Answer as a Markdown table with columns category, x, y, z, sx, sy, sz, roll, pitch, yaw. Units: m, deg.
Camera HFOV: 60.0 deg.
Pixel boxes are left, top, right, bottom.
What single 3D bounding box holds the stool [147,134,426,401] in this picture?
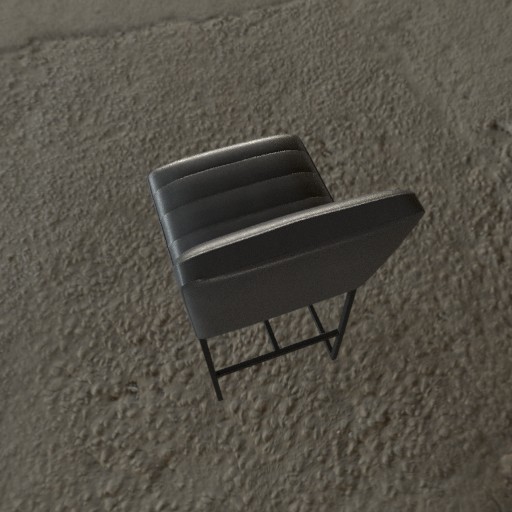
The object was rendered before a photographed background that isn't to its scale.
| category | x | y | z | sx | sy | sz | roll | pitch | yaw |
| --- | --- | --- | --- | --- | --- | --- | --- | --- | --- |
| stool | 0.000 | 0.000 | 1.248 | 0.457 | 0.938 | 0.552 | -17 | 61 | -10 |
